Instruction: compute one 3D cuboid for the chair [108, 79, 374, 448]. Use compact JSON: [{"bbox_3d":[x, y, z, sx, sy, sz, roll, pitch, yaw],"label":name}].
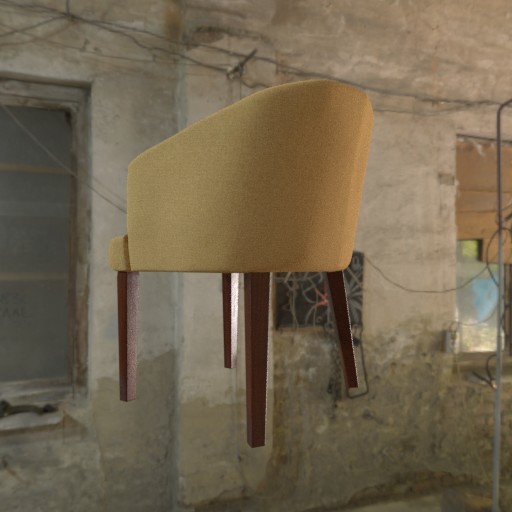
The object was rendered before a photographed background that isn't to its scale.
[{"bbox_3d":[0.000,0.000,1.264,0.655,0.811,0.583,0,0,36],"label":"chair"}]
